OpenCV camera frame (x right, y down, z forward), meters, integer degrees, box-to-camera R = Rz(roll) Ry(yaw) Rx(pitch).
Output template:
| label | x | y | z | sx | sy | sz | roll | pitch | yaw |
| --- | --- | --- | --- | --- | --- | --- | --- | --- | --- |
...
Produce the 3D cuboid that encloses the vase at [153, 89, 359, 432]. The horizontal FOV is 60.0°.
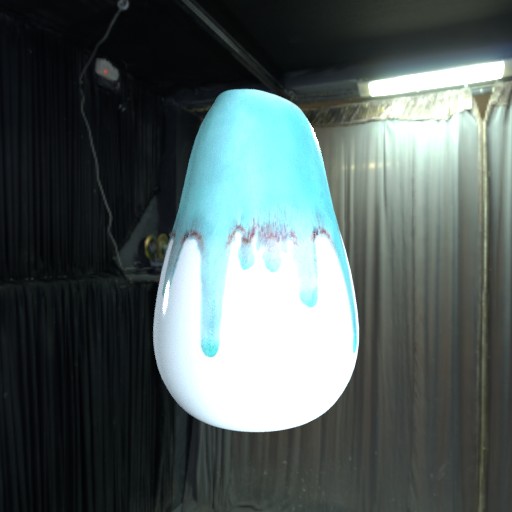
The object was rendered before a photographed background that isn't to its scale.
| label | x | y | z | sx | sy | sz | roll | pitch | yaw |
| --- | --- | --- | --- | --- | --- | --- | --- | --- | --- |
| vase | 0.000 | 0.000 | 0.256 | 0.116 | 0.179 | 0.116 | 0 | 1 | 0 |
